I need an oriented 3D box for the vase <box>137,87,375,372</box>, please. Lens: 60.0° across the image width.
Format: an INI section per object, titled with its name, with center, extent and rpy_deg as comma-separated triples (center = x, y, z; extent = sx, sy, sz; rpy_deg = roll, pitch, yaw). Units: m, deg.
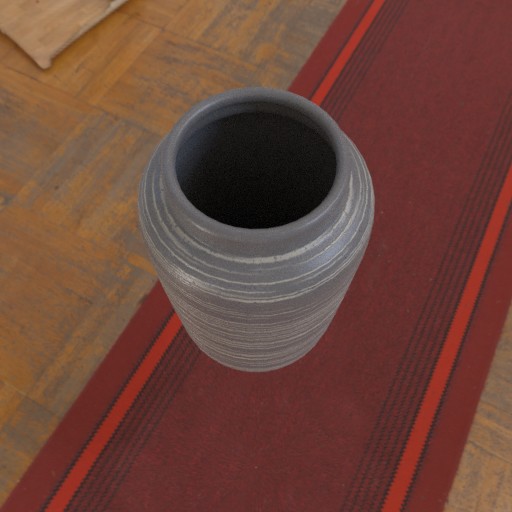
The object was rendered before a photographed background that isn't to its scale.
[vase]
center = 0.000, 0.000, 0.694
extent = 0.297, 0.499, 0.297
rpy_deg = 0, 65, 0
